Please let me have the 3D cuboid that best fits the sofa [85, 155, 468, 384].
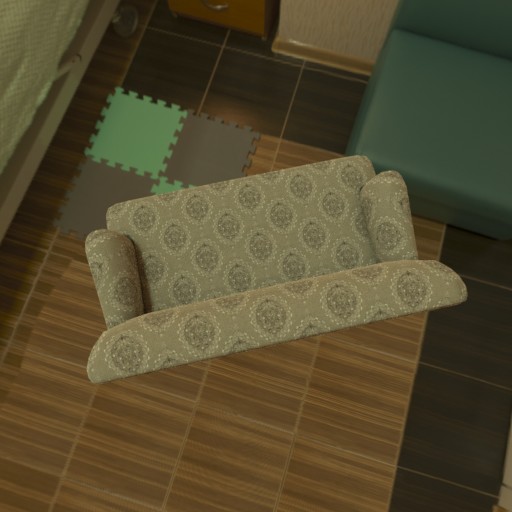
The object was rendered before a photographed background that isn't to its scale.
[{"bbox_3d":[0.000,0.000,1.823,1.297,0.889,0.779,-12,75,-3],"label":"sofa"}]
